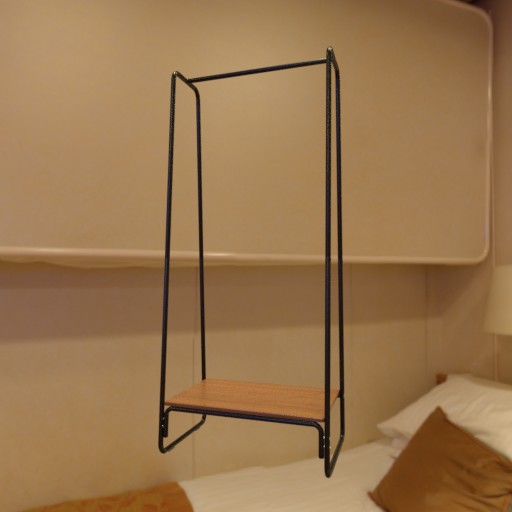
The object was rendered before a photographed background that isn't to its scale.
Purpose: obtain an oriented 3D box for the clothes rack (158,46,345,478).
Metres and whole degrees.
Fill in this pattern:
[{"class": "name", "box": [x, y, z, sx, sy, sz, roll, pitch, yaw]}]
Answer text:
[{"class": "clothes rack", "box": [0.000, 0.000, 1.752, 0.640, 1.500, 0.400, -1, -2, 18]}]
